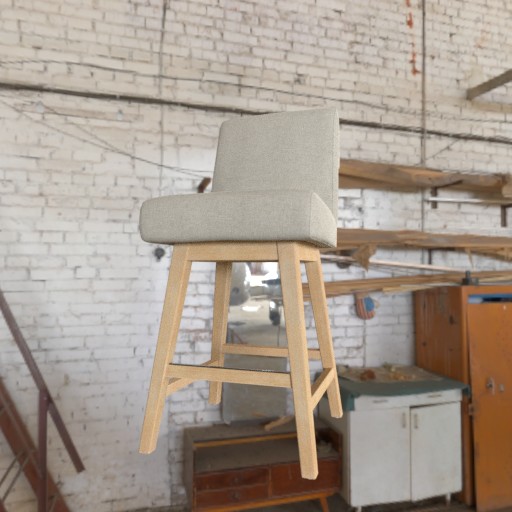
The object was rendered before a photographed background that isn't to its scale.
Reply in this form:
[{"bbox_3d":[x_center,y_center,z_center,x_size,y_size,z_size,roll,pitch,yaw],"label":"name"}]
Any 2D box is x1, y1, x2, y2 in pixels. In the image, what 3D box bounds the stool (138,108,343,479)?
[{"bbox_3d":[0.000,0.000,1.405,0.507,1.085,0.606,0,-2,18],"label":"stool"}]
